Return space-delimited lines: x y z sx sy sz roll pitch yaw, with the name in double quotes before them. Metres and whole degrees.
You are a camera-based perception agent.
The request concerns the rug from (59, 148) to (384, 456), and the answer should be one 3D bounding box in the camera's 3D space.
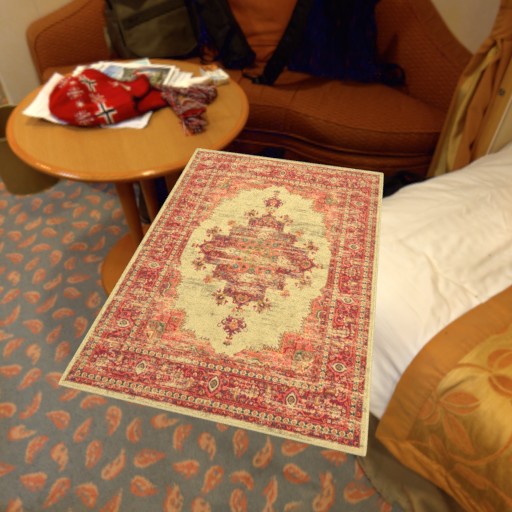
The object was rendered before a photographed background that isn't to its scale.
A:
"rug" 0.000 0.000 3.720 2.005 0.014 2.878 10 47 9
